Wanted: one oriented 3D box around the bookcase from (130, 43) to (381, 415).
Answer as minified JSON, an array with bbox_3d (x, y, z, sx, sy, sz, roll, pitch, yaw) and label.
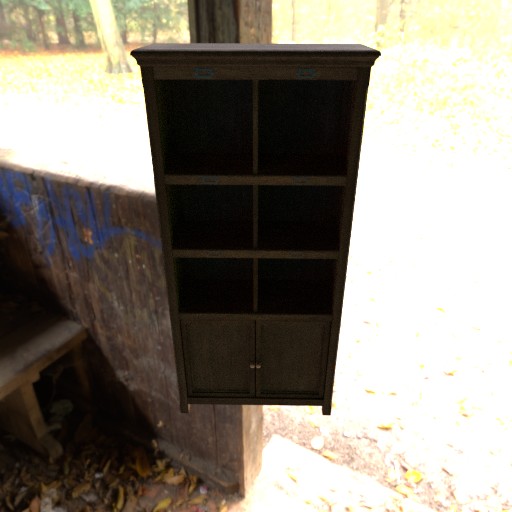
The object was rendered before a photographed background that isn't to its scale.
[{"bbox_3d":[0.000,0.000,2.195,0.906,1.880,0.348,1,29,1],"label":"bookcase"}]
